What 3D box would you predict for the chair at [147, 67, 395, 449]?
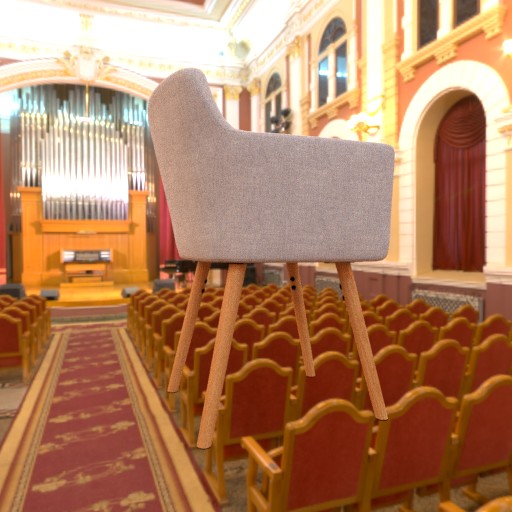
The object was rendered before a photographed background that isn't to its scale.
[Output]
[{"bbox_3d":[0.000,0.000,1.153,0.540,0.780,0.570,0,1,-20],"label":"chair"}]
